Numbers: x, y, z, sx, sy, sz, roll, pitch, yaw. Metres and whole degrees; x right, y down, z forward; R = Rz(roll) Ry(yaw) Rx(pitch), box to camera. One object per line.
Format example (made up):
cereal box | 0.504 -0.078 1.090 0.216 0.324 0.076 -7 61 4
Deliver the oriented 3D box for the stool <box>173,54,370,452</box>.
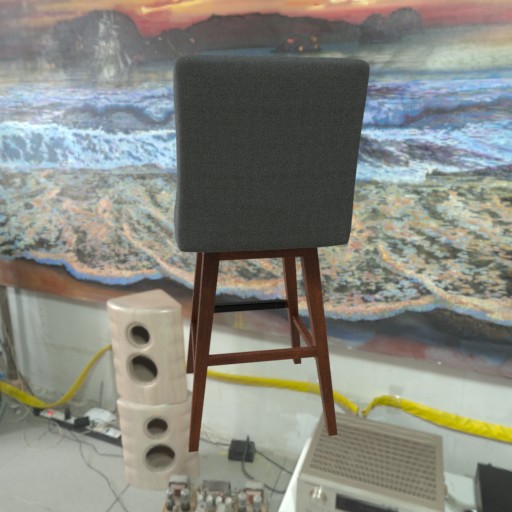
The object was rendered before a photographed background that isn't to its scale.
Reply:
stool | 0.000 0.000 1.249 0.447 0.977 0.524 -3 17 -9
